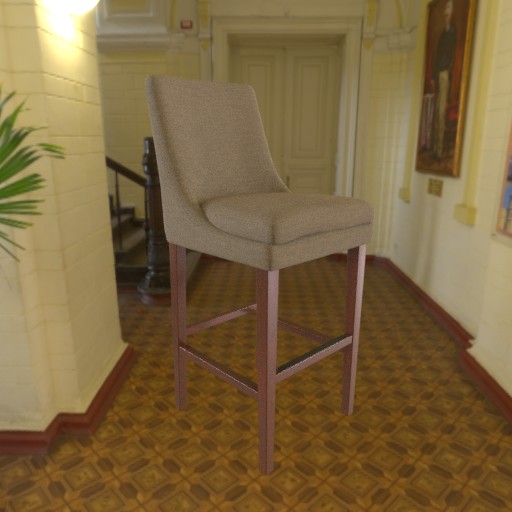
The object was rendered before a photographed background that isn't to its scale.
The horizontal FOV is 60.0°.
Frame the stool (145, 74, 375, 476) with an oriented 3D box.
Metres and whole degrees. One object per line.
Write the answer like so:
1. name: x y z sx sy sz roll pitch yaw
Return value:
1. stool: 0.000 0.000 1.397 0.470 1.078 0.577 -14 21 -42
